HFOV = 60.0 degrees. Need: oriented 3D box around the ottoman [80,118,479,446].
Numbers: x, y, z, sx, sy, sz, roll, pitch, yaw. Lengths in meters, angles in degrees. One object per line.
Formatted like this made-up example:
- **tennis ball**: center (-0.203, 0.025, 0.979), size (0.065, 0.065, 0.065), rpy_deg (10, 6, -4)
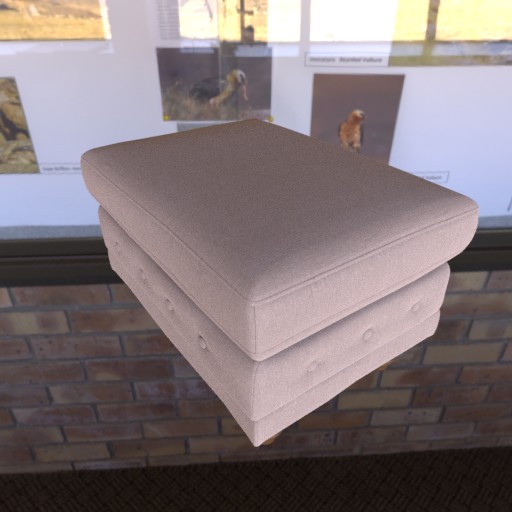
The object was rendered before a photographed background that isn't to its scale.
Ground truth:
- **ottoman**: center (0.000, 0.000, 1.098), size (0.569, 0.500, 0.771), rpy_deg (-21, 37, -30)
